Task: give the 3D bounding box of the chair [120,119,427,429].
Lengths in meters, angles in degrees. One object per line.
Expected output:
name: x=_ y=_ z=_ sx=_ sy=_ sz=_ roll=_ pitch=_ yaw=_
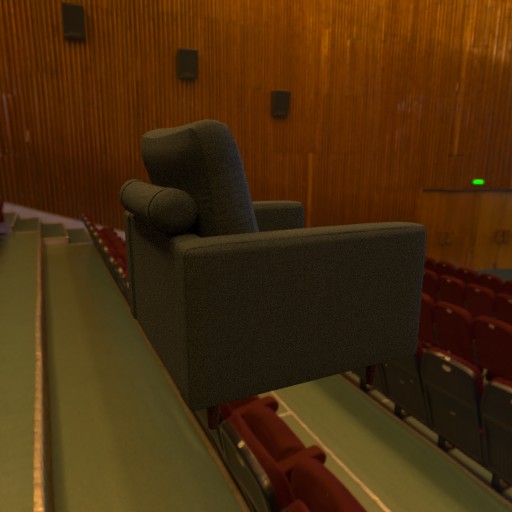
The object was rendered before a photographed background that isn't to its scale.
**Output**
chair: x=0.000 y=0.000 z=1.577 sx=0.843 sy=0.880 sz=0.821 roll=-6 pitch=14 yaw=-25
